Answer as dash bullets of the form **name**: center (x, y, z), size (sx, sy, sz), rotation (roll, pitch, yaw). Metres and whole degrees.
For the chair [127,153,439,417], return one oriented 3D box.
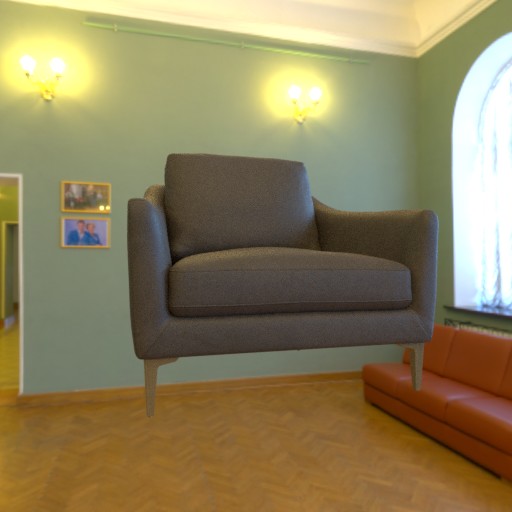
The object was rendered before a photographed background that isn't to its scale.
- **chair**: center (0.000, 0.000, 1.755), size (0.988, 0.901, 0.961), rotation (0, -1, -17)
